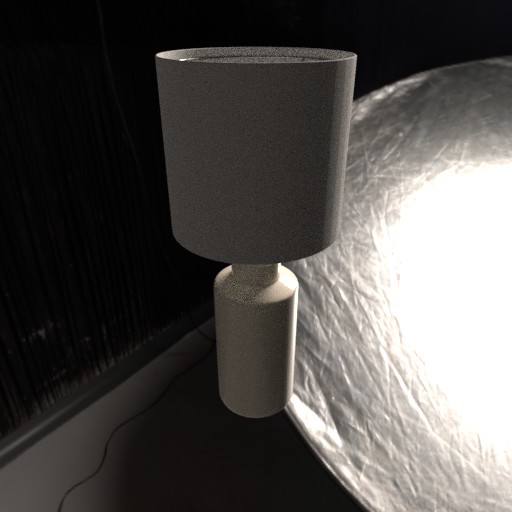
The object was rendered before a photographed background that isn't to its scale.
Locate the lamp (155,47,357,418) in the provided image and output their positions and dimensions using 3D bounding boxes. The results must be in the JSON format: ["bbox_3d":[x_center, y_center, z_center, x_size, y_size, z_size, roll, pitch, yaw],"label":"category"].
[{"bbox_3d":[0.000,0.000,0.592,0.212,0.493,0.212,19,34,31],"label":"lamp"}]
